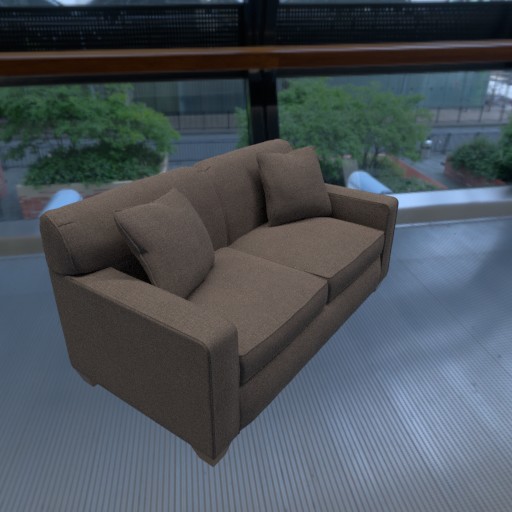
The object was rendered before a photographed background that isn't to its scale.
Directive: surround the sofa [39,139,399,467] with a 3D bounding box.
[{"bbox_3d":[0.000,0.000,2.456,1.000,0.958,1.846,18,32,31],"label":"sofa"}]
